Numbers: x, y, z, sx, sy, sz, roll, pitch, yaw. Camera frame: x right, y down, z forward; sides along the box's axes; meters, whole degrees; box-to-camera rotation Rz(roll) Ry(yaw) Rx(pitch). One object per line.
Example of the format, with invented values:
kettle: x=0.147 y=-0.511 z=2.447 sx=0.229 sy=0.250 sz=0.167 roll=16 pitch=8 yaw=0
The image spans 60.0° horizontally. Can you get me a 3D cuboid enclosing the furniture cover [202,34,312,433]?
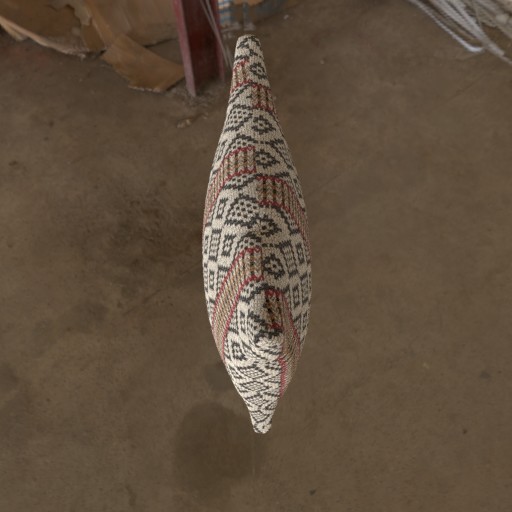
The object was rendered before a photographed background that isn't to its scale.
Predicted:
furniture cover: x=0.000 y=0.000 z=0.772 sx=0.182 sy=0.506 sz=0.503 roll=-2 pitch=59 yaw=-1
